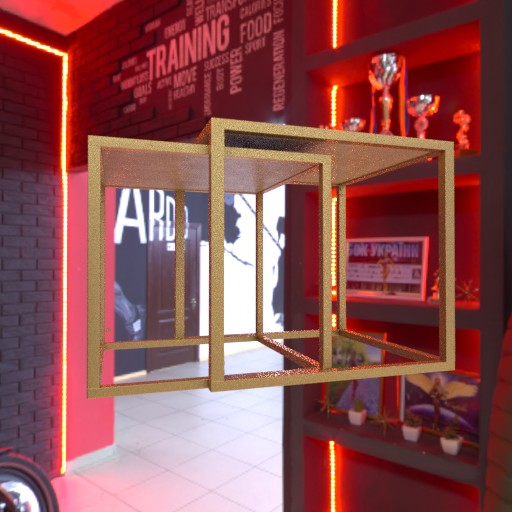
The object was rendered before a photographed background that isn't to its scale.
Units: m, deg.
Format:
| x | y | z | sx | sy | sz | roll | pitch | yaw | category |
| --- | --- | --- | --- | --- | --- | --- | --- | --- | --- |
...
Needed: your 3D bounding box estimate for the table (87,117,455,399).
| x | y | z | sx | sy | sz | roll | pitch | yaw | category |
| --- | --- | --- | --- | --- | --- | --- | --- | --- | --- |
| 0.000 | 0.000 | 1.100 | 0.762 | 0.505 | 0.505 | 0 | -1 | -18 | table |
